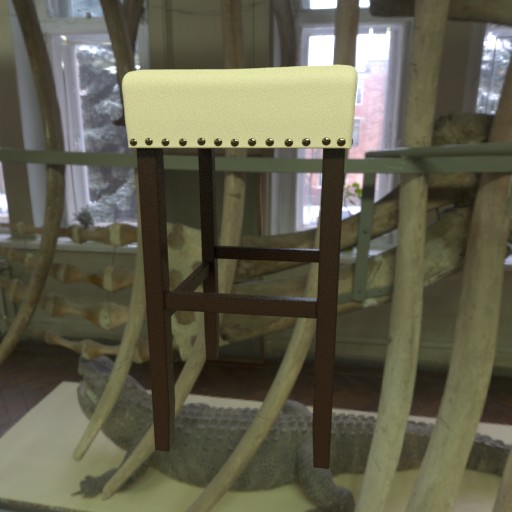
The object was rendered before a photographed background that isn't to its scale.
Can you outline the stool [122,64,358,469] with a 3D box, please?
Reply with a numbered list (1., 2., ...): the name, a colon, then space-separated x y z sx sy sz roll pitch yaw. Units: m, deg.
1. stool: 0.000 0.000 1.036 0.401 0.762 0.471 2 14 9
